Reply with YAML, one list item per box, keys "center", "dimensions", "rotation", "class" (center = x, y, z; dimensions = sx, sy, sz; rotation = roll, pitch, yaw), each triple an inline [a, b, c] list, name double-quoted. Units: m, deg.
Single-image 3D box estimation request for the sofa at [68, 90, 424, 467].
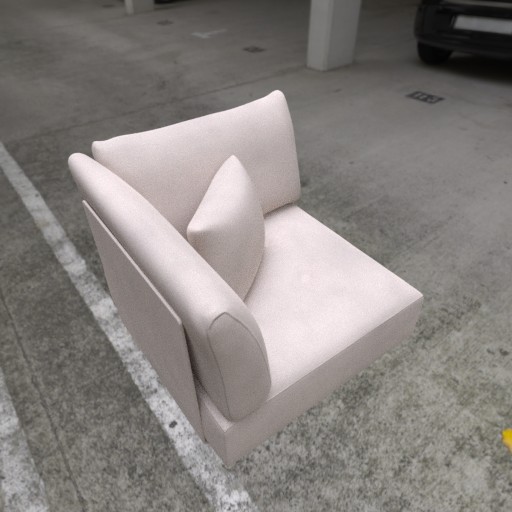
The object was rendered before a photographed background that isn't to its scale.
- center: [0.000, 0.000, 1.736]
  dimensions: [1.000, 0.820, 1.000]
  rotation: [-26, 47, -27]
  class: "sofa"
